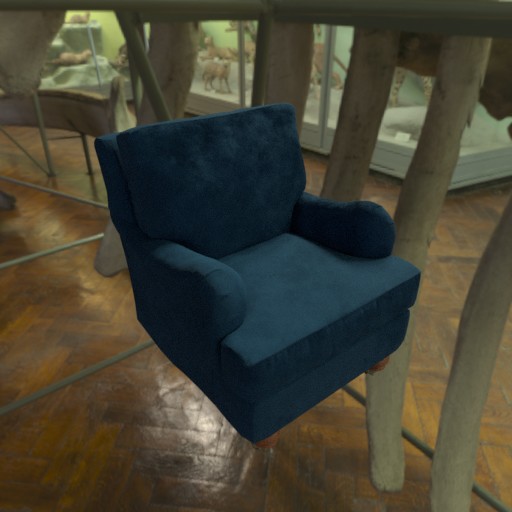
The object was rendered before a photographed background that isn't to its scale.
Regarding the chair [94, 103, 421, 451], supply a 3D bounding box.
[{"bbox_3d":[0.000,0.000,1.851,0.895,1.076,1.078,-21,36,-32],"label":"chair"}]
